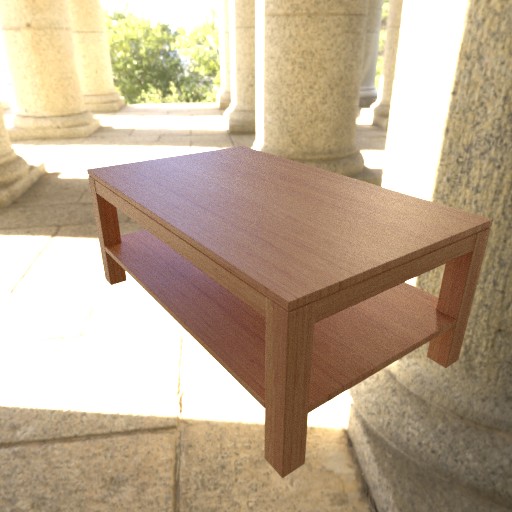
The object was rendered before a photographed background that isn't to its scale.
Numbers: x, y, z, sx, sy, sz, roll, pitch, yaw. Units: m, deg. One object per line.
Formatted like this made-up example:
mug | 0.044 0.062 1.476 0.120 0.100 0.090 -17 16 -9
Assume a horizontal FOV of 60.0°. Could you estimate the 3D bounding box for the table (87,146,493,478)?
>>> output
table | 0.000 0.000 1.485 0.695 0.457 1.146 -18 31 -32
